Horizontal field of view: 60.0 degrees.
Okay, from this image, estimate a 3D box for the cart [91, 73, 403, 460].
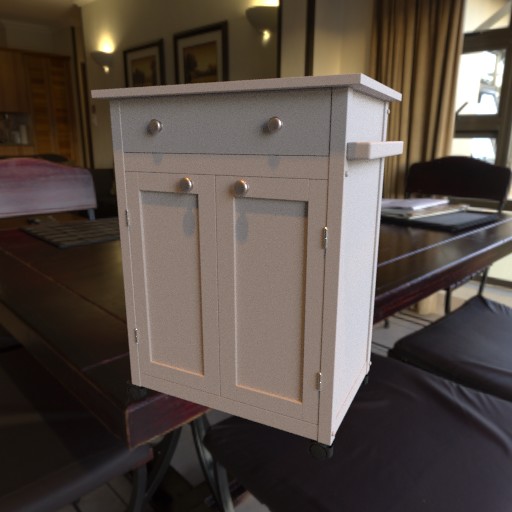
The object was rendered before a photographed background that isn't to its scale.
[{"bbox_3d":[0.000,0.000,1.240,0.683,0.864,0.442,7,17,26],"label":"cart"}]
